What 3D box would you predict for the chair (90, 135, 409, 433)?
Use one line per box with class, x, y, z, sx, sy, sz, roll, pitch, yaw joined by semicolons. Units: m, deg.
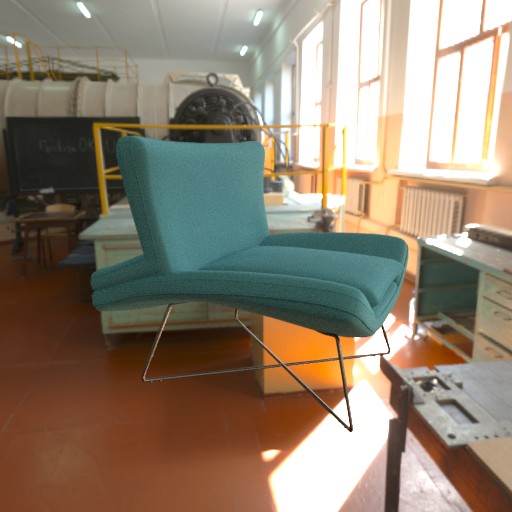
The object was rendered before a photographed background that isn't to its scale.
chair;0.000;0.000;1.664;1.008;0.855;0.859;7;15;26
